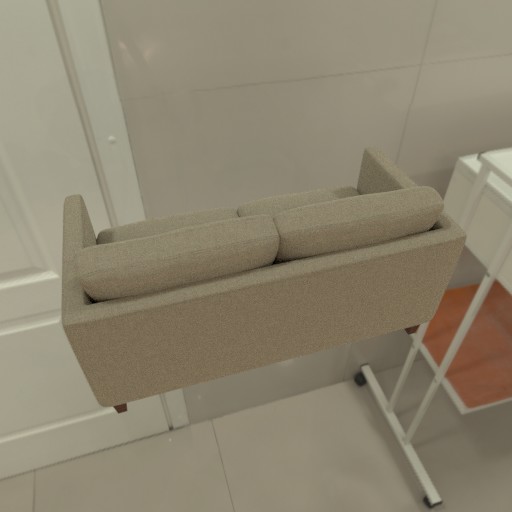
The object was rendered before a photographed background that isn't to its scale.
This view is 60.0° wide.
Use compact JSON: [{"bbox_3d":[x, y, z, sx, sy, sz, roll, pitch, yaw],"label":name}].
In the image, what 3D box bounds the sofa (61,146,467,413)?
[{"bbox_3d":[0.000,0.000,2.430,1.884,0.947,0.951,-12,44,-13],"label":"sofa"}]
